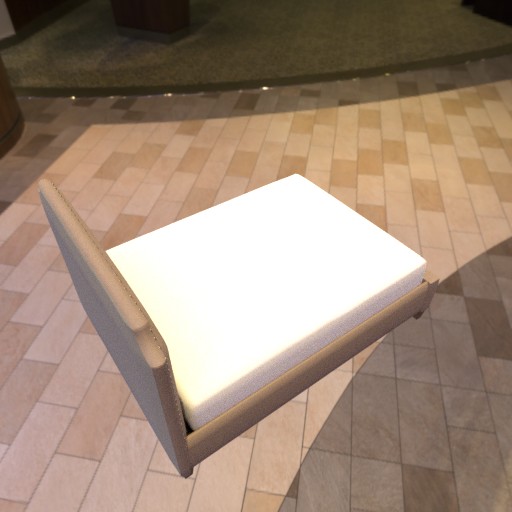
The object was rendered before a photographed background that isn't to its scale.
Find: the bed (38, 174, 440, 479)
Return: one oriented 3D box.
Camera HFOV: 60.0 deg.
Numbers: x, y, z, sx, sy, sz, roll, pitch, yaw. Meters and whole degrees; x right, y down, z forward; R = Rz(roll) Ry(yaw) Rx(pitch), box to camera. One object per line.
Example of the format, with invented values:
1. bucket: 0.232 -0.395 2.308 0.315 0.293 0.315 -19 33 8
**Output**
1. bed: 0.000 0.000 3.293 2.372 1.443 1.713 -26 48 -26
